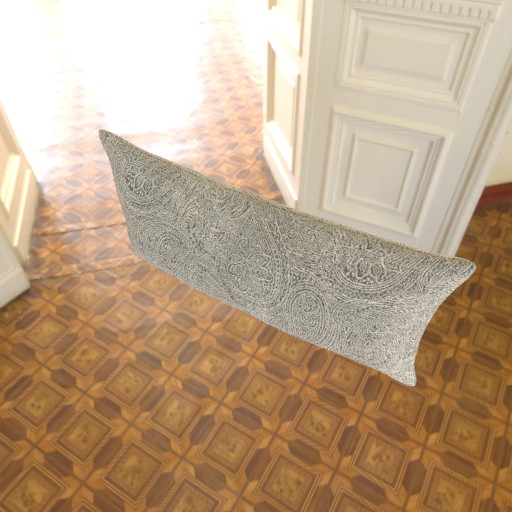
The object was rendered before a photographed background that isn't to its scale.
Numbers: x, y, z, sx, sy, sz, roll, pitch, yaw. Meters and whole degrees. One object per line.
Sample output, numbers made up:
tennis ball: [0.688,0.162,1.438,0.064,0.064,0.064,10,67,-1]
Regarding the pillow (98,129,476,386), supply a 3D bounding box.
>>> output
pillow: [0.000,0.000,0.743,0.615,0.295,0.151,23,50,21]
